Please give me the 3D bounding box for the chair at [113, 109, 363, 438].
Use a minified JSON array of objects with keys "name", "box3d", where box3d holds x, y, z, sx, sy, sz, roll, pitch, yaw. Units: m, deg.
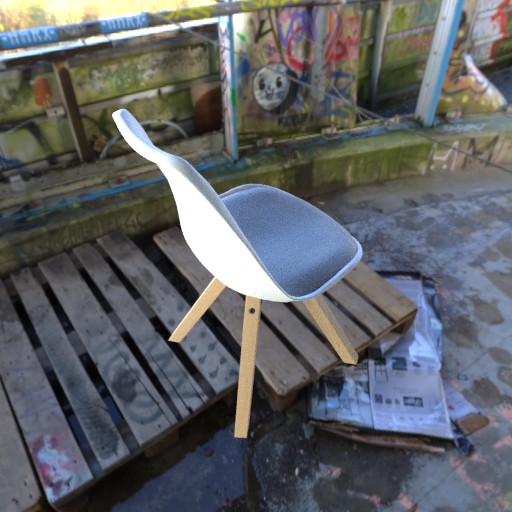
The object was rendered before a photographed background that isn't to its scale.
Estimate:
[{"name":"chair","box3d":[0.000,0.000,1.197,0.550,0.850,0.485,-25,47,-25]}]
